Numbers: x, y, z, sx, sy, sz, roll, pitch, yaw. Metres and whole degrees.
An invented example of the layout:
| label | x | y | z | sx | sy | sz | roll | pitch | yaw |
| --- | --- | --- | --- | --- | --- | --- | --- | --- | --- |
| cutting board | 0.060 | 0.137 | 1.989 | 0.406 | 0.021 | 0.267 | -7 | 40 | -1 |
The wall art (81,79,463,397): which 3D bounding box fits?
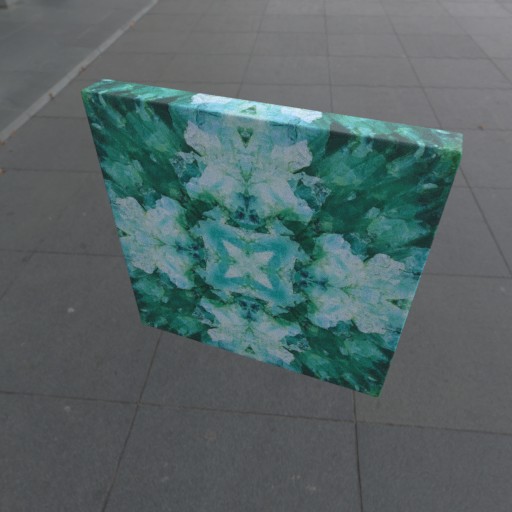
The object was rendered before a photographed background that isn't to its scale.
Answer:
| label | x | y | z | sx | sy | sz | roll | pitch | yaw |
| --- | --- | --- | --- | --- | --- | --- | --- | --- | --- |
| wall art | 0.000 | 0.000 | 0.457 | 0.313 | 0.313 | 0.033 | 14 | 44 | 15 |
